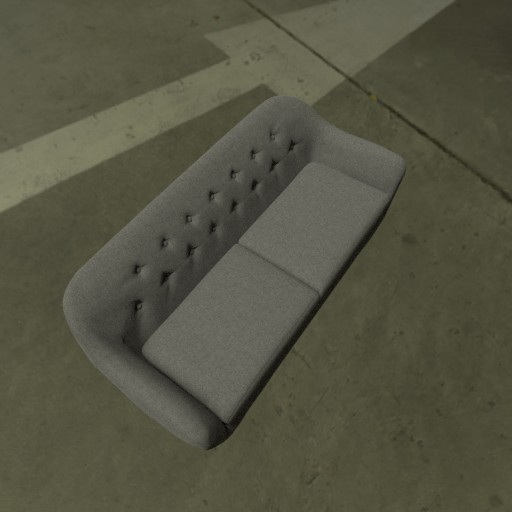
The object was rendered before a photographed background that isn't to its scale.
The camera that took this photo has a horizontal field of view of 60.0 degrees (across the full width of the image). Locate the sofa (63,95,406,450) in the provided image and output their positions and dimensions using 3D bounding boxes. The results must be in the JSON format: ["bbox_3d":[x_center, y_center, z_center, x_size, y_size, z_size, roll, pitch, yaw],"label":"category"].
[{"bbox_3d":[0.000,0.000,2.303,0.820,0.820,1.840,31,62,19],"label":"sofa"}]
